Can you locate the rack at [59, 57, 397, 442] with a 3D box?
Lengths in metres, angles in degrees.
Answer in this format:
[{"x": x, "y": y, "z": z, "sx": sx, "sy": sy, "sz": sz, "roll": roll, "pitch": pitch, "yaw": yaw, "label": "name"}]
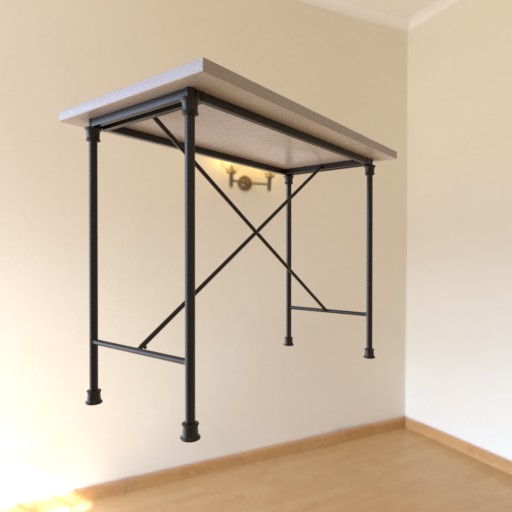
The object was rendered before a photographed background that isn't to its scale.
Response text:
[{"x": 0.000, "y": 0.000, "z": 1.615, "sx": 0.613, "sy": 0.880, "sz": 1.159, "roll": 0, "pitch": 1, "yaw": 38, "label": "rack"}]
